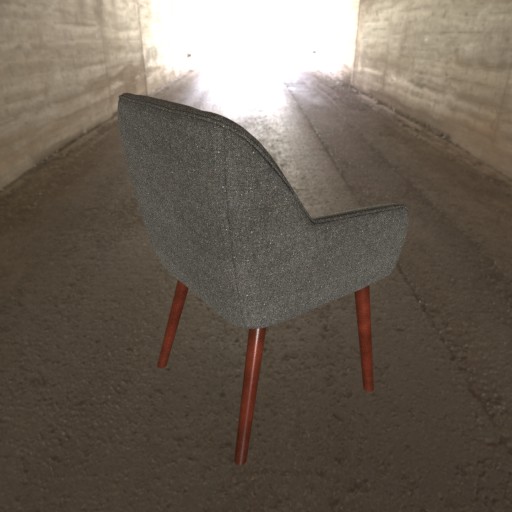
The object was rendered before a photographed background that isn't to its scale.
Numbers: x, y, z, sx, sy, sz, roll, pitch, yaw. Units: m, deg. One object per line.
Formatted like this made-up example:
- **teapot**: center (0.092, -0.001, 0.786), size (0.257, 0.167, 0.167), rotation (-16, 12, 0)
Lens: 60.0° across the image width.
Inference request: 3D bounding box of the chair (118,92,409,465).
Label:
- **chair**: center (0.000, 0.000, 1.149), size (0.519, 0.803, 0.543), rotation (-18, 32, -32)
